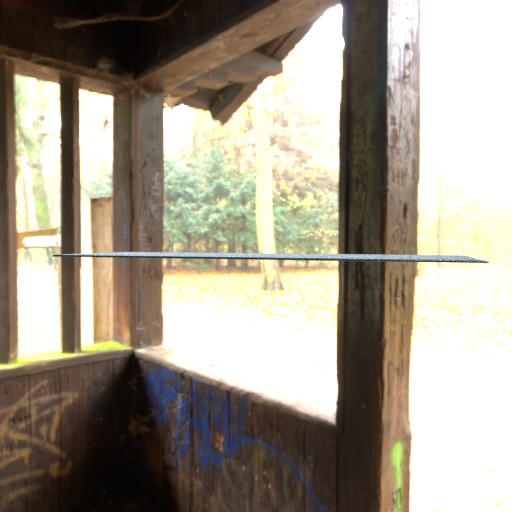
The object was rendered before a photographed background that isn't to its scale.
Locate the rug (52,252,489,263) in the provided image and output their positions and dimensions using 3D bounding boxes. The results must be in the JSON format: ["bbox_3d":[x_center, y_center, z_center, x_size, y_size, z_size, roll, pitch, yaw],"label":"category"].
[{"bbox_3d":[0.000,0.000,2.432,2.196,0.011,0.662,1,2,19],"label":"rug"}]
